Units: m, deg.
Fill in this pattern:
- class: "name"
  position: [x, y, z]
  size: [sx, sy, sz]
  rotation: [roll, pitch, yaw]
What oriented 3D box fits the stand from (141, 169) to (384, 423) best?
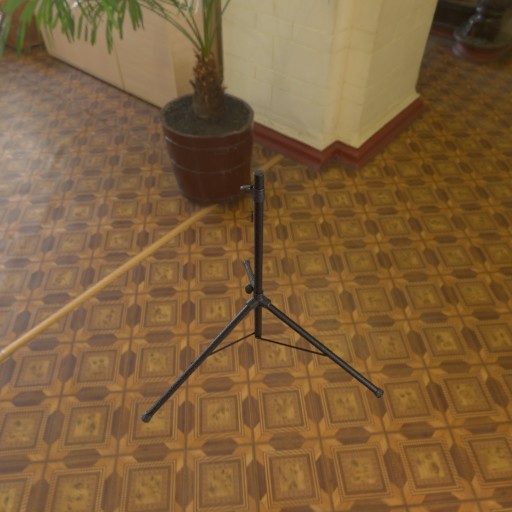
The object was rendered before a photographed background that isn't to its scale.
- class: "stand"
  position: [0.000, 0.000, 2.768]
  size: [1.596, 1.595, 1.339]
  rotation: [-4, 47, -4]
